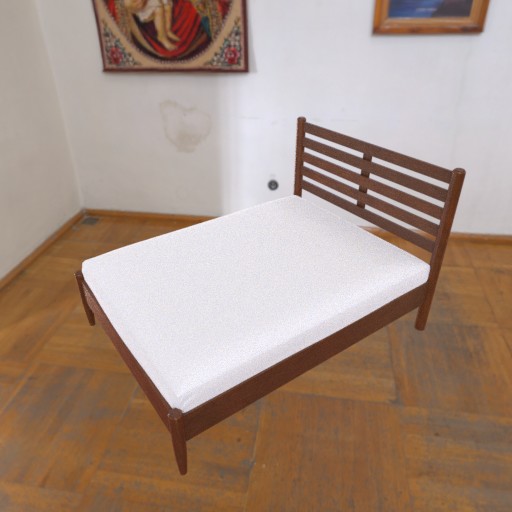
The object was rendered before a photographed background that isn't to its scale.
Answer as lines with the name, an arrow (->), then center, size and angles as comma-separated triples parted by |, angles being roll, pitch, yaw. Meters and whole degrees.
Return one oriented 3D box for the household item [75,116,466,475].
household item -> 0.000, 0.000, 3.268 | 2.232, 1.356, 1.663 | -21, 38, -30
